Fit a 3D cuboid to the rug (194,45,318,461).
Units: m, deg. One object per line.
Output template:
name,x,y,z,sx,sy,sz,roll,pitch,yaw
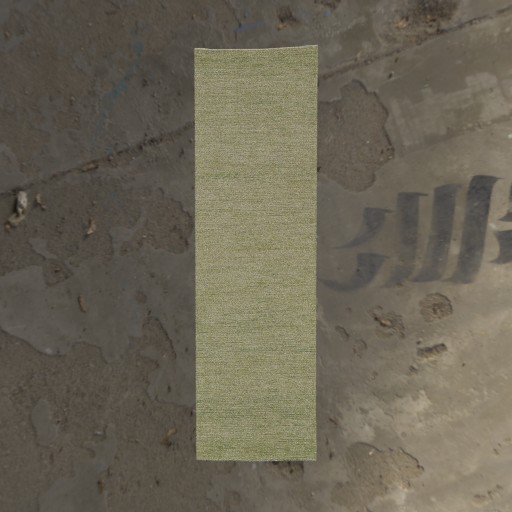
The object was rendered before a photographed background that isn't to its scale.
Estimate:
rug,0.000,0.000,2.492,0.686,0.013,2.340,0,92,0
